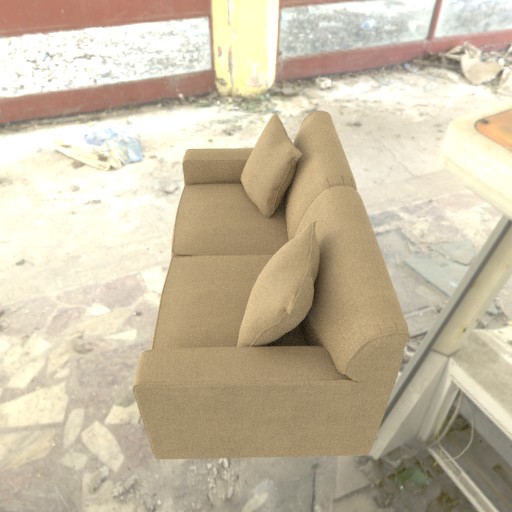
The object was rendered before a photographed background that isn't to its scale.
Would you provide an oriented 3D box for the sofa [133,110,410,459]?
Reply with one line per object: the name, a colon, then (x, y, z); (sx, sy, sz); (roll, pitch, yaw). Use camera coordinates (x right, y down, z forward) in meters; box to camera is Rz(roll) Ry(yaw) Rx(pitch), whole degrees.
sofa: (0.000, 0.000, 2.385); (0.998, 0.958, 1.846); (-1, 40, -1)
